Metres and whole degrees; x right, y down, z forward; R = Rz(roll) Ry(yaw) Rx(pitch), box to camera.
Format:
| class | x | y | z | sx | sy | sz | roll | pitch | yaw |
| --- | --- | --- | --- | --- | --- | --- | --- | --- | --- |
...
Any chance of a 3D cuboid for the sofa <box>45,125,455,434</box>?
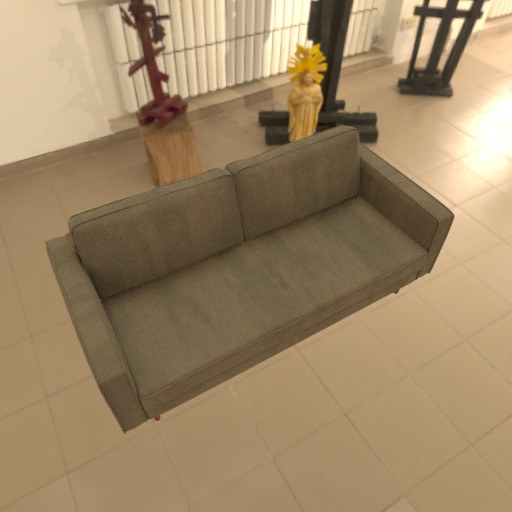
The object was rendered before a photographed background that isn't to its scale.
| class | x | y | z | sx | sy | sz | roll | pitch | yaw |
| --- | --- | --- | --- | --- | --- | --- | --- | --- | --- |
| sofa | 0.000 | 0.000 | 2.382 | 1.920 | 0.825 | 0.924 | -23 | 51 | -20 |
